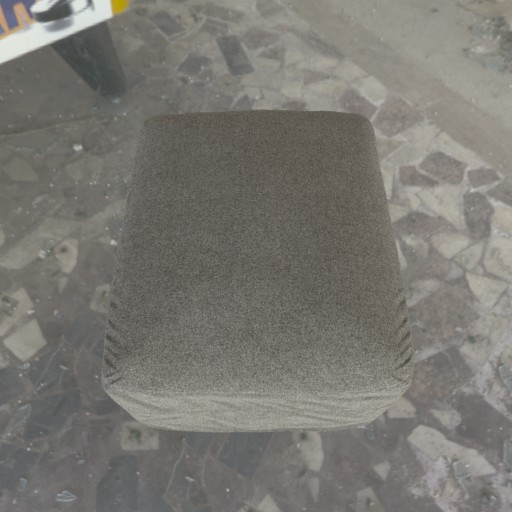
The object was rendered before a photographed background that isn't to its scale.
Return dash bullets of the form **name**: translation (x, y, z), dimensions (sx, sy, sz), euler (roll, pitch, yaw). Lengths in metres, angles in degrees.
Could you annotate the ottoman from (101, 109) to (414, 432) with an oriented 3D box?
- **ottoman**: translation (0.000, 0.000, 1.217), dimensions (0.683, 0.481, 0.837), euler (0, 59, 0)
